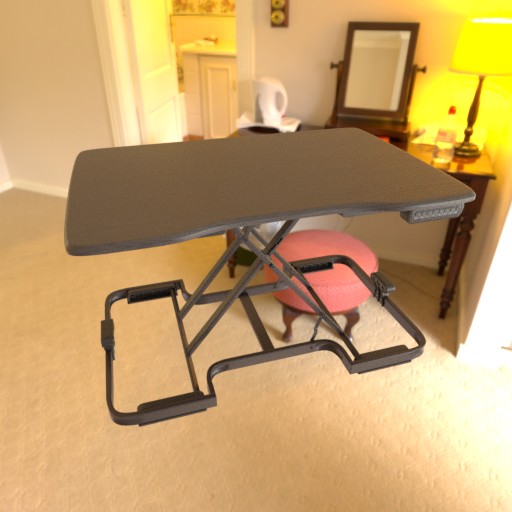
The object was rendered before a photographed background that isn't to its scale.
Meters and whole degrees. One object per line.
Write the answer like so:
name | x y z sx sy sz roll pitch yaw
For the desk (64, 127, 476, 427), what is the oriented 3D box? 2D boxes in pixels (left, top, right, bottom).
desk | 0.000 0.000 1.144 0.820 0.470 0.546 -9 32 -14
